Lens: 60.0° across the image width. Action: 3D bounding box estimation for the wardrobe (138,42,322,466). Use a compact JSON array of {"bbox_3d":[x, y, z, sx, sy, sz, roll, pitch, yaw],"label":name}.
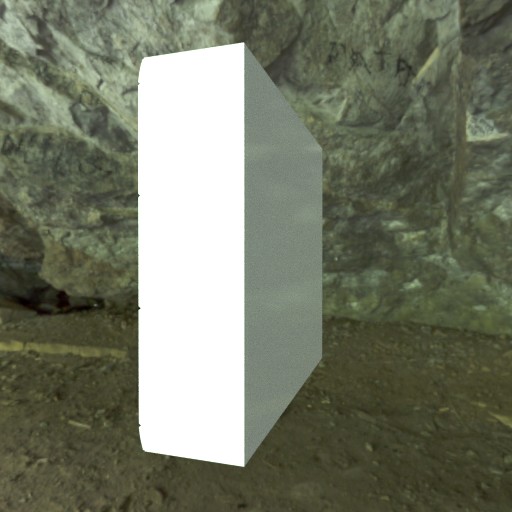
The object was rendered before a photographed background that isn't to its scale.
[{"bbox_3d":[0.000,0.000,1.931,0.360,1.200,1.340,0,1,18],"label":"wardrobe"}]
